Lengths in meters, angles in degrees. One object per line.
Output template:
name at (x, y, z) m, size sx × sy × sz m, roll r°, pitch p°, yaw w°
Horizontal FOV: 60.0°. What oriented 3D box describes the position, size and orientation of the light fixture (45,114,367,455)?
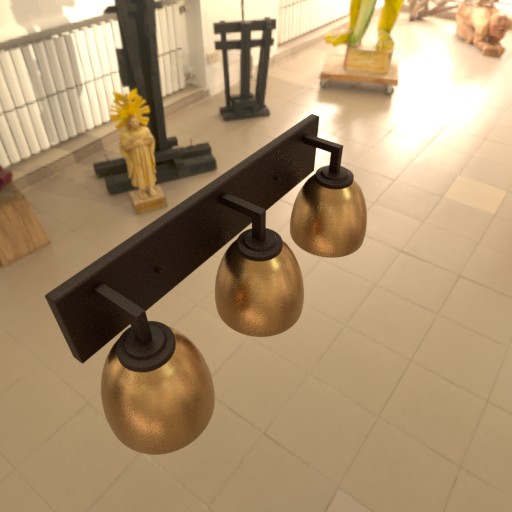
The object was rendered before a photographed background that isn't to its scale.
light fixture at (0.000, 0.000, 0.661) m, size 0.157 × 0.204 × 0.582 m, roll 26°, pitch 49°, yaw 26°
